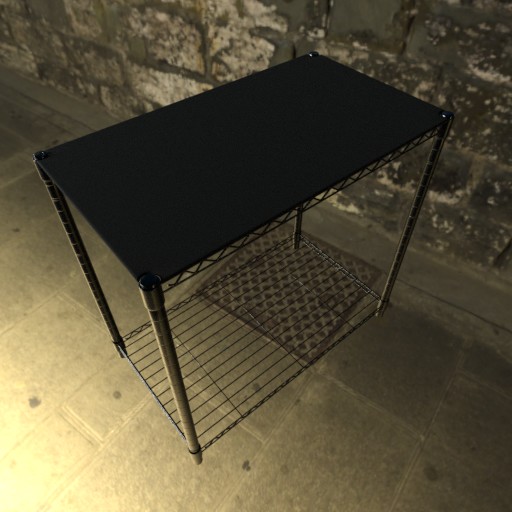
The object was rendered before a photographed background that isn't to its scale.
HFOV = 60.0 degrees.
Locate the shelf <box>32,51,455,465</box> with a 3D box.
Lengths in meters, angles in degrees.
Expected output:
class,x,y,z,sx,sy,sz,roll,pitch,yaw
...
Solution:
class,x,y,z,sx,sy,sz,roll,pitch,yaw
shelf,0.000,0.000,0.897,0.589,0.564,0.338,-31,54,-26
